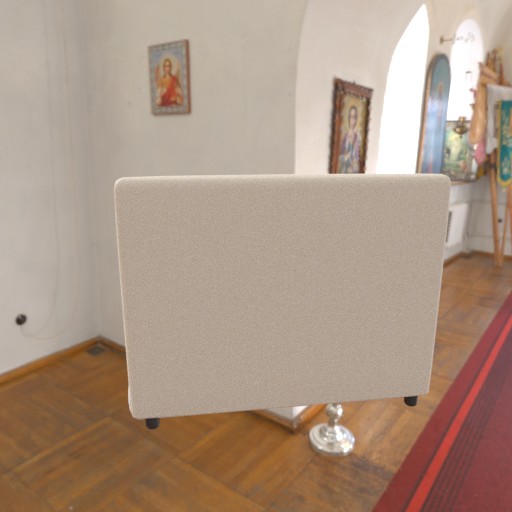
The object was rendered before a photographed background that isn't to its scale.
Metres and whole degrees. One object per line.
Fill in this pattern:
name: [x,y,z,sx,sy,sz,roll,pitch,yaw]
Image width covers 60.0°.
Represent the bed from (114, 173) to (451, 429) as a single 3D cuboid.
bed: [0.000,0.000,3.268,1.714,1.330,2.147,-2,15,-8]
